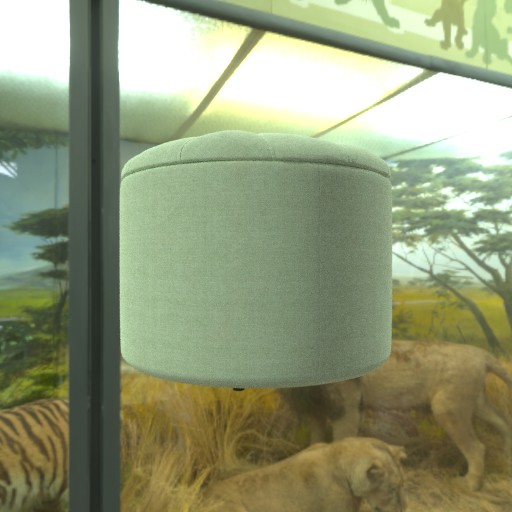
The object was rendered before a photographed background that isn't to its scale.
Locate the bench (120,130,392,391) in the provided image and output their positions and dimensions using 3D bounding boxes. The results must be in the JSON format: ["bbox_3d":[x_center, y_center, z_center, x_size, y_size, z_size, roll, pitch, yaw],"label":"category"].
[{"bbox_3d":[0.000,0.000,1.021,0.600,0.453,0.600,0,0,0],"label":"bench"}]
